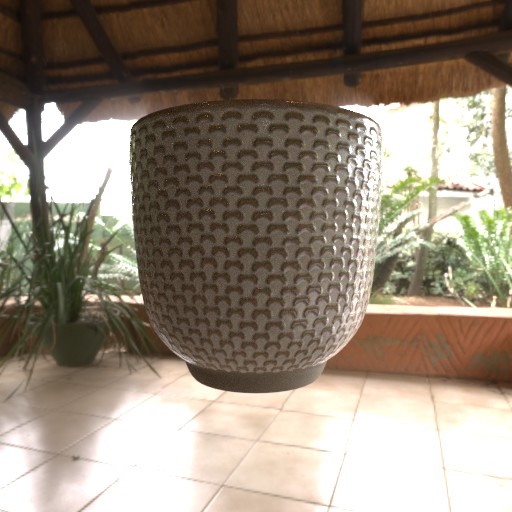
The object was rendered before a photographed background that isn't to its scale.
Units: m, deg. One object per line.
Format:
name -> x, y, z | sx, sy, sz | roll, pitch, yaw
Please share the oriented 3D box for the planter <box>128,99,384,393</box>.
planter -> 0.000, 0.000, 0.357 | 0.197, 0.191, 0.197 | 0, 2, 0
